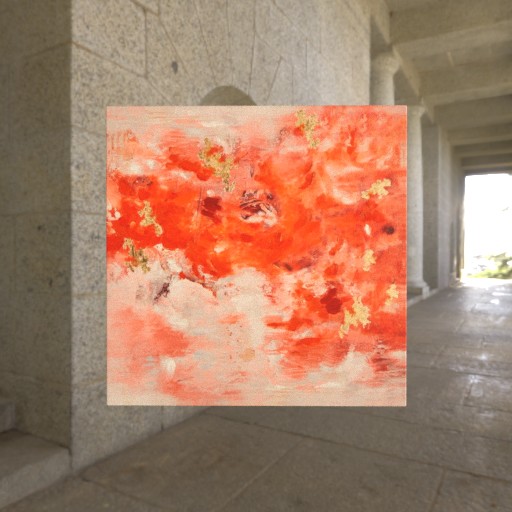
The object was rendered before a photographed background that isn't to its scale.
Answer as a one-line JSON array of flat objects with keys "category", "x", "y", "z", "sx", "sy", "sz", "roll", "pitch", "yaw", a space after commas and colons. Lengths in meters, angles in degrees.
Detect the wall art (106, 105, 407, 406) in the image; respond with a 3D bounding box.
[{"category": "wall art", "x": 0.000, "y": 0.000, "z": 1.325, "sx": 0.878, "sy": 0.878, "sz": 0.066, "roll": 0, "pitch": 0, "yaw": 1}]
